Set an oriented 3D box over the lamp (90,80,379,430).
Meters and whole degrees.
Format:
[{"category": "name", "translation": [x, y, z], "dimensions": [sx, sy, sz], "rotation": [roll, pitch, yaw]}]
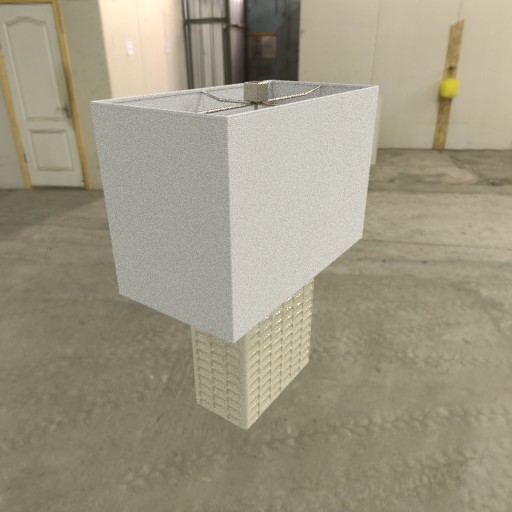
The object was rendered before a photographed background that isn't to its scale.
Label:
[{"category": "lamp", "translation": [0.000, 0.000, 0.702], "dimensions": [0.200, 0.515, 0.380], "rotation": [17, 31, 31]}]
